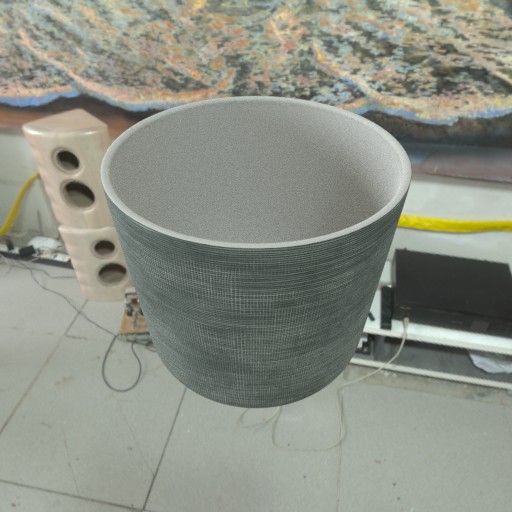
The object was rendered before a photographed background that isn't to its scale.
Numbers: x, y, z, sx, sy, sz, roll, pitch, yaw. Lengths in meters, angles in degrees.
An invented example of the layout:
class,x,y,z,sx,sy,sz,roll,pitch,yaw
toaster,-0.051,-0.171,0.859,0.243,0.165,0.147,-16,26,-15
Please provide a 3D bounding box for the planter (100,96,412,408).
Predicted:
class,x,y,z,sx,sy,sz,roll,pitch,yaw
planter,0.000,0.000,0.776,0.440,0.398,0.440,0,41,0
